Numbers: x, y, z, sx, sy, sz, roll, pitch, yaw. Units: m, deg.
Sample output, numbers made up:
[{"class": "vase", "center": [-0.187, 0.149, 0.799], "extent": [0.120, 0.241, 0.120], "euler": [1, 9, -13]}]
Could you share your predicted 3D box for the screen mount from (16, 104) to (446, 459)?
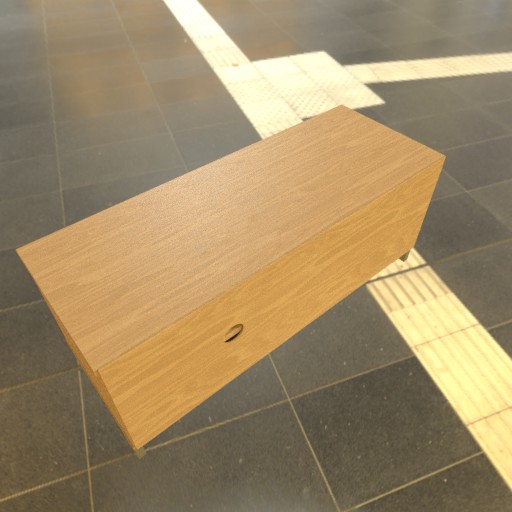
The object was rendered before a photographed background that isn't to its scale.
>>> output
[{"class": "screen mount", "center": [0.000, 0.000, 1.293], "extent": [1.084, 0.432, 0.406], "euler": [-31, 53, -27]}]
